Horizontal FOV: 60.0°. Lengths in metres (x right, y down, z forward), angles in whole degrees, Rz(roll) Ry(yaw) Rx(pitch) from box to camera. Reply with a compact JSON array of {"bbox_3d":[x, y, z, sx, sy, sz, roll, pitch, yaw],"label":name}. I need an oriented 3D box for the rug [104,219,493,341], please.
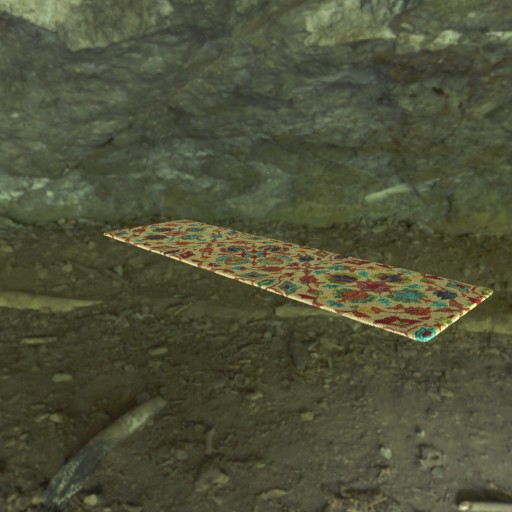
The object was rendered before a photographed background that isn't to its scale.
[{"bbox_3d":[0.000,0.000,2.477,2.273,0.016,0.693,15,22,43],"label":"rug"}]
